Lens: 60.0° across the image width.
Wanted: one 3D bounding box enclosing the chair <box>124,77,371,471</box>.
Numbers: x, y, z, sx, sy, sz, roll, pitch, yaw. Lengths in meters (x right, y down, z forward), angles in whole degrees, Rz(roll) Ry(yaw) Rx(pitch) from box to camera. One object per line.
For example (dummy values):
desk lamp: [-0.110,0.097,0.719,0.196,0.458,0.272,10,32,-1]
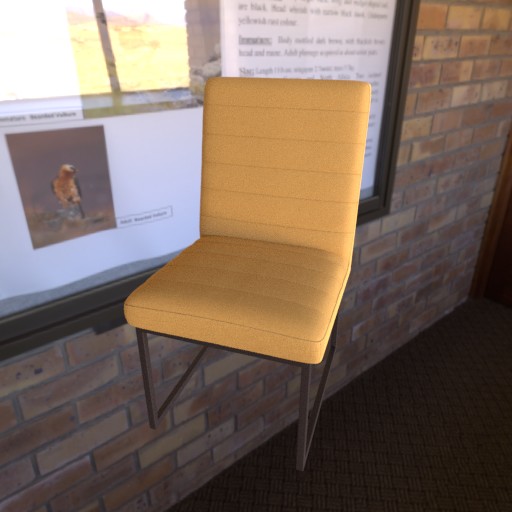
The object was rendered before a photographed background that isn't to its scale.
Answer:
chair: [0.000,0.000,1.295,0.520,0.930,0.634,8,27,16]
